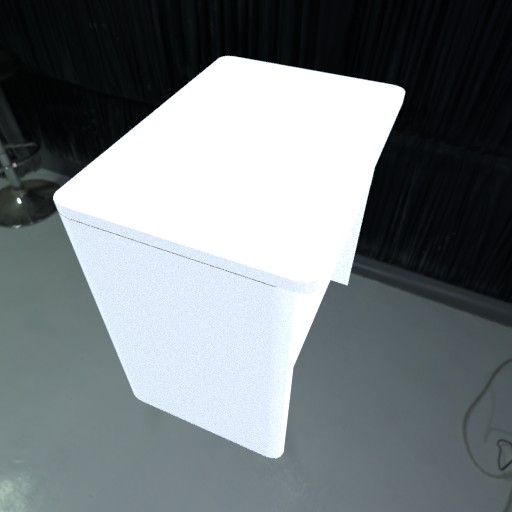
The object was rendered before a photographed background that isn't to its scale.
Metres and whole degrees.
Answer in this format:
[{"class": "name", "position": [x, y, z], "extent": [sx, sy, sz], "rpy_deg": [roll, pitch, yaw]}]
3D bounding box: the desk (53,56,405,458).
[{"class": "desk", "position": [0.000, 0.000, 1.303], "extent": [0.549, 0.800, 0.762], "rpy_deg": [17, 48, 16]}]
